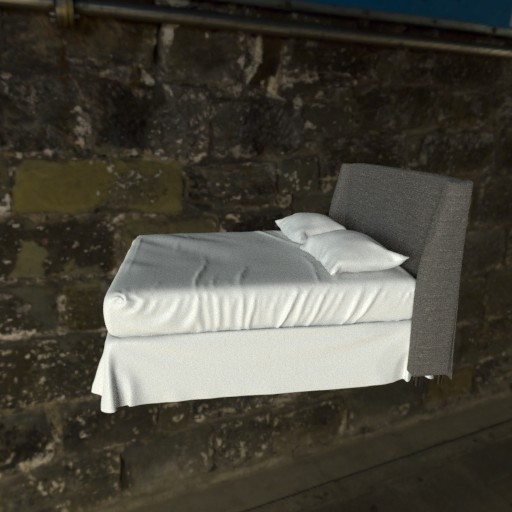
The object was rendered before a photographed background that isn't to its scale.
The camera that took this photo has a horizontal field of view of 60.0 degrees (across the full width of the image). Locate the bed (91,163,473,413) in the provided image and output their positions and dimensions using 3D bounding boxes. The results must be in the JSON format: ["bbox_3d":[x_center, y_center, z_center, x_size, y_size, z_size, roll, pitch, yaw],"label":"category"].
[{"bbox_3d":[0.000,0.000,3.445,2.276,1.332,1.925,-2,15,-8],"label":"bed"}]
